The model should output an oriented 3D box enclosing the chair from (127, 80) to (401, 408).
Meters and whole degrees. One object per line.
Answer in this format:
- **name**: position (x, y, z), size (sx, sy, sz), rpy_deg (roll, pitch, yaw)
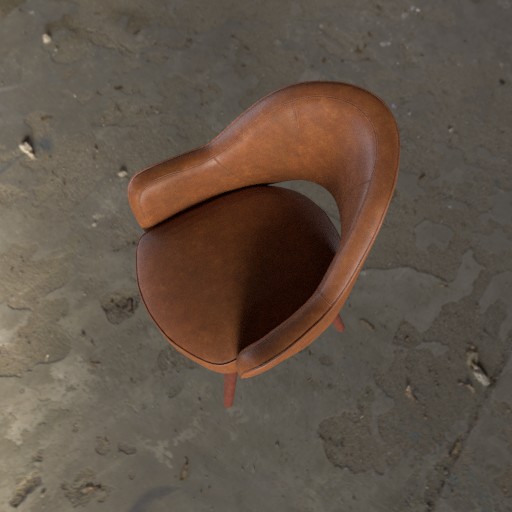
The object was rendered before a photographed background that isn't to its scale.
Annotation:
- **chair**: position (0.000, 0.000, 1.206), size (0.640, 0.777, 0.591), rpy_deg (-30, 67, -15)
